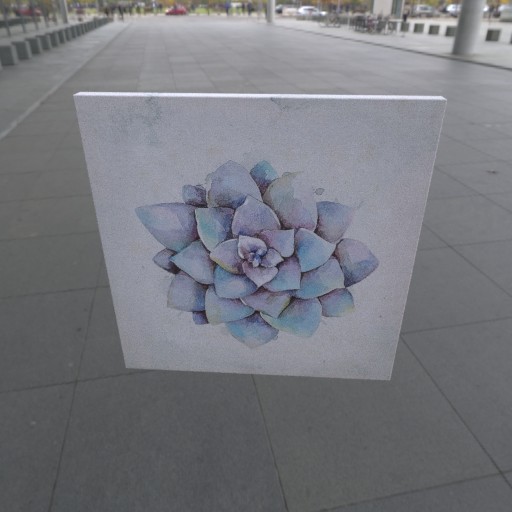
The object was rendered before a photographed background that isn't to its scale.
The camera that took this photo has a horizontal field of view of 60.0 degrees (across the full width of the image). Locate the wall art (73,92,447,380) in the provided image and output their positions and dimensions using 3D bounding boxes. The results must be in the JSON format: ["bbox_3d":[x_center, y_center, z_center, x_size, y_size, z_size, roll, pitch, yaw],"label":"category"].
[{"bbox_3d":[0.000,0.000,1.103,0.762,0.762,0.038,2,30,3],"label":"wall art"}]
